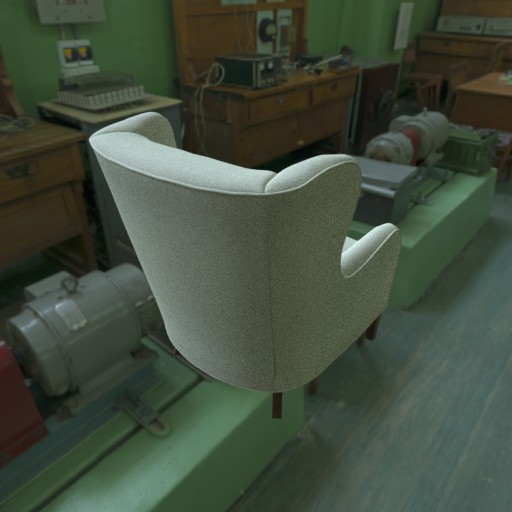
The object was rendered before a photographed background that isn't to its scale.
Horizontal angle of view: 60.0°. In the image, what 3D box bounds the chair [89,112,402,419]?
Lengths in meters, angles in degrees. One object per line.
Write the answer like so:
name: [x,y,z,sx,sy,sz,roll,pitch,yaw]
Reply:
chair: [0.000,0.000,1.730,0.838,1.040,0.966,22,38,32]
